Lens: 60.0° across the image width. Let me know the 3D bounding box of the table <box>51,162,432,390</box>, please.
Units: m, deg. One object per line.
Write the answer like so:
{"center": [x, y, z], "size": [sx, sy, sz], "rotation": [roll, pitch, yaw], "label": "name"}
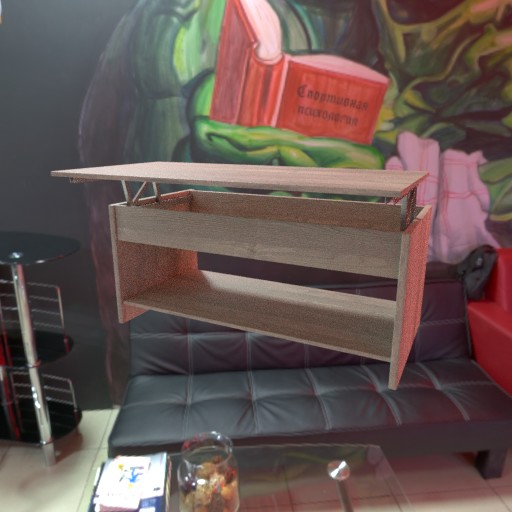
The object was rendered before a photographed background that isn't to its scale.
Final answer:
{"center": [0.000, 0.000, 1.474], "size": [1.000, 0.570, 0.712], "rotation": [8, 17, 26], "label": "table"}
